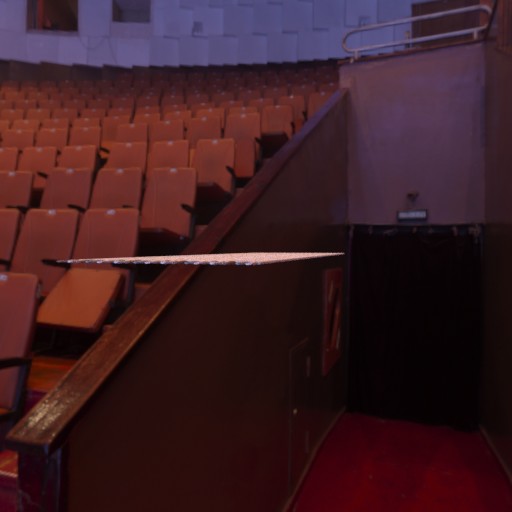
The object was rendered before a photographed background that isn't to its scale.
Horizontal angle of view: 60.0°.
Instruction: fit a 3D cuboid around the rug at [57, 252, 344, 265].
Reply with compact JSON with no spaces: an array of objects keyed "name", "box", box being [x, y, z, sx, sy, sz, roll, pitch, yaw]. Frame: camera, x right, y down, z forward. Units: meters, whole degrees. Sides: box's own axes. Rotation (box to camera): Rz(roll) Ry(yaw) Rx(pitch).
[{"name":"rug","box":[0.000,0.000,2.681,0.769,0.013,2.440,0,1,18]}]
